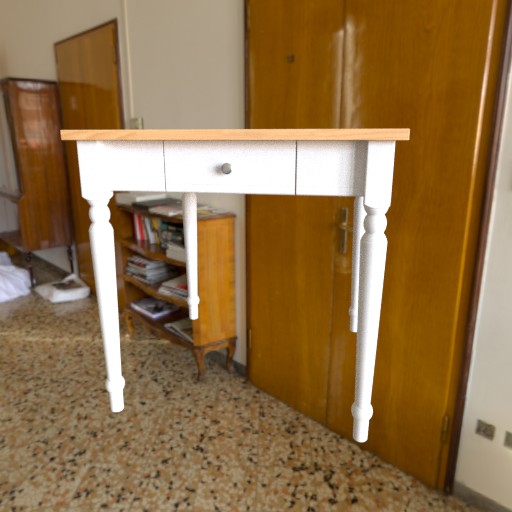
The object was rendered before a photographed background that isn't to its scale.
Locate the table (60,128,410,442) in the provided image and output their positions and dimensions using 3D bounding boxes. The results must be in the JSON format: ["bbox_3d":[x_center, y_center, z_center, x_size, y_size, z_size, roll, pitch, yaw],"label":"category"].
[{"bbox_3d":[0.000,0.000,1.369,0.747,0.738,0.747,3,15,11],"label":"table"}]
